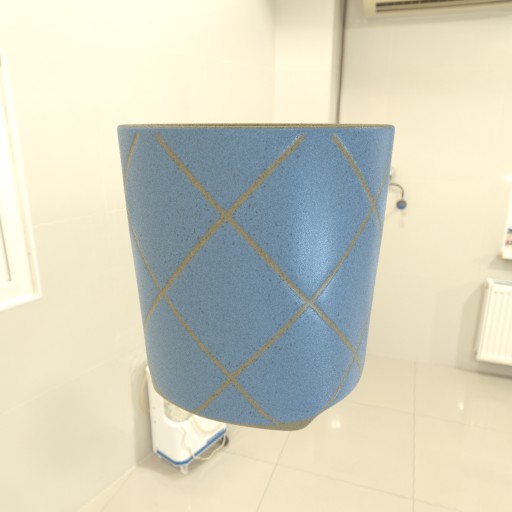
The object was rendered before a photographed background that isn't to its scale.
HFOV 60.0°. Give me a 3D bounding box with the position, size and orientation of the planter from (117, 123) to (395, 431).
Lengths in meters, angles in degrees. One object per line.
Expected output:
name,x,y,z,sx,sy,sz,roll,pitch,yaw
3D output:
planter,0.000,0.000,0.412,0.227,0.235,0.227,0,17,0
